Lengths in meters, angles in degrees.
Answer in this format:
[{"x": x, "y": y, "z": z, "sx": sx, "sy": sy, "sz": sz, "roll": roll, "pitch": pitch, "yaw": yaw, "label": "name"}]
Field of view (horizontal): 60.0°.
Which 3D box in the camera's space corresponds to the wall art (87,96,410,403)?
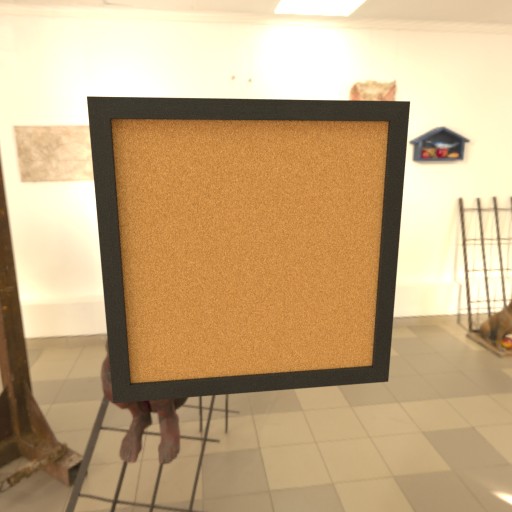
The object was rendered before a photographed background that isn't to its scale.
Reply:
[{"x": 0.000, "y": 0.000, "z": 1.518, "sx": 1.016, "sy": 1.016, "sz": 0.038, "roll": -2, "pitch": 14, "yaw": -8, "label": "wall art"}]
